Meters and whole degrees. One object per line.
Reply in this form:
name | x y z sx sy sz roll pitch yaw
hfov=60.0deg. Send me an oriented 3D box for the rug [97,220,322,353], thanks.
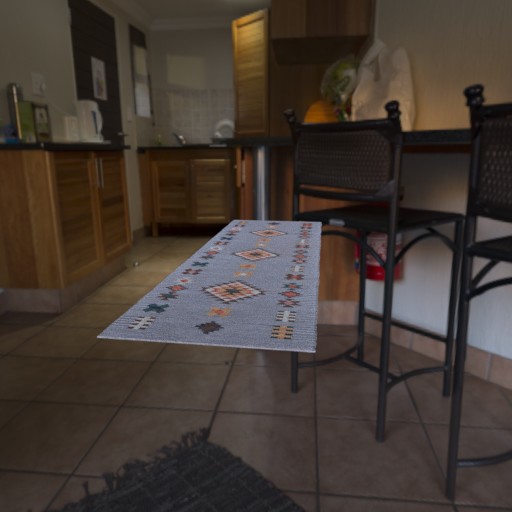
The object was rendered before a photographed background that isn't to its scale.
rug | 0.000 0.000 2.667 0.766 0.008 2.432 2 15 8
